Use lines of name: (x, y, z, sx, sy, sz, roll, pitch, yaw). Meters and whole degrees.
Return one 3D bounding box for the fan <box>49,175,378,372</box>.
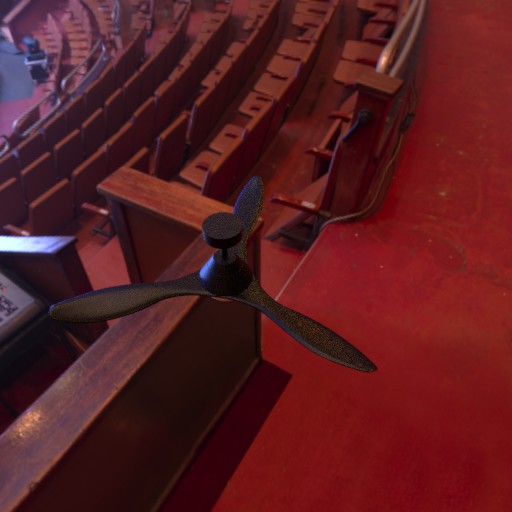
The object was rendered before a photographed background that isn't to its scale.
fan: (0.000, 0.000, 1.614, 1.067, 0.305, 1.067, 22, 49, 20)
